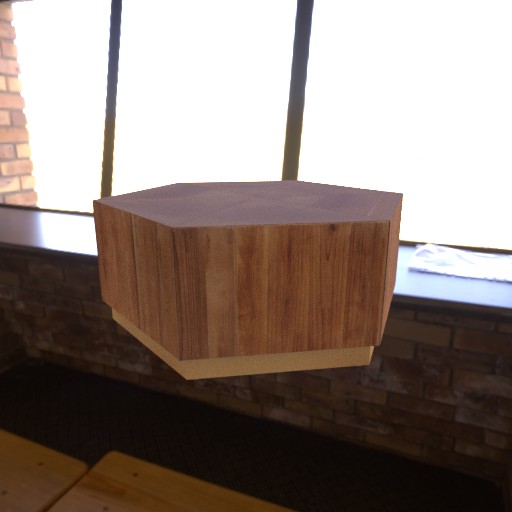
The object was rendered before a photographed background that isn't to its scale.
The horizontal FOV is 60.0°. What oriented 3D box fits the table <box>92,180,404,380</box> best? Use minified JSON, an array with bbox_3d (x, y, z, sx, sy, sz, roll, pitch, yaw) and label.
[{"bbox_3d":[0.000,0.000,1.687,1.154,0.456,1.000,-2,16,-9],"label":"table"}]
